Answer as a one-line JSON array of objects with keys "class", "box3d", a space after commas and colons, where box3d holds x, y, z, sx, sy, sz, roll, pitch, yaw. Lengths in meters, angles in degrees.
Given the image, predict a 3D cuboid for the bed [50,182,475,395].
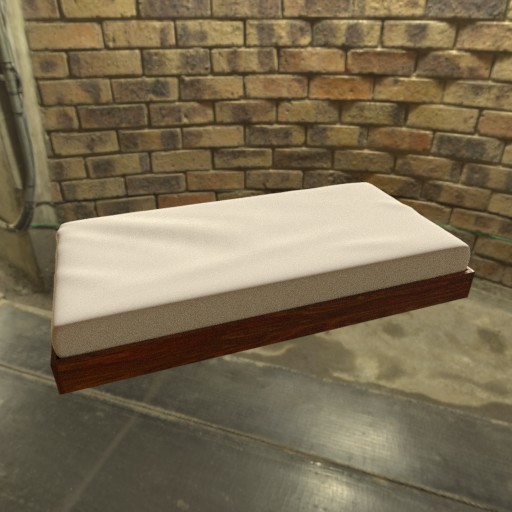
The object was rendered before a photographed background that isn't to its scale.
[{"class": "bed", "box3d": [0.000, 0.000, 2.201, 1.860, 0.312, 0.940, -10, 31, -17]}]
